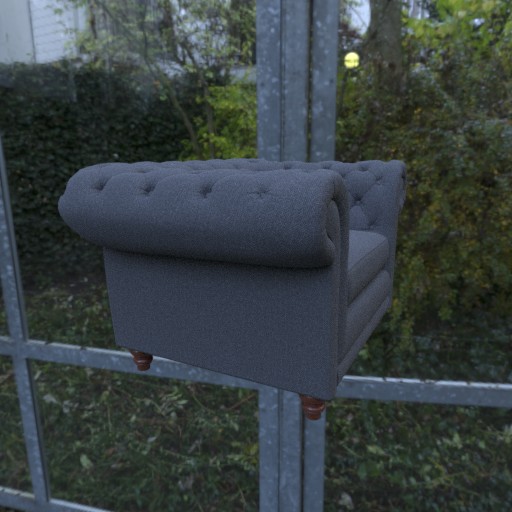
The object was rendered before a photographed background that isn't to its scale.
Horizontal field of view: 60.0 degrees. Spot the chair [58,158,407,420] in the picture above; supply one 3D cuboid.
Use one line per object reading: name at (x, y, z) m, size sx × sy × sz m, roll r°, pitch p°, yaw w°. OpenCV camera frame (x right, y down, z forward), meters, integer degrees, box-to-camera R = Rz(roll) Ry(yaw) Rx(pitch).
chair at (0.000, 0.000, 1.833) m, size 0.976 × 0.770 × 1.270 m, roll 7°, pitch 15°, yaw 26°
